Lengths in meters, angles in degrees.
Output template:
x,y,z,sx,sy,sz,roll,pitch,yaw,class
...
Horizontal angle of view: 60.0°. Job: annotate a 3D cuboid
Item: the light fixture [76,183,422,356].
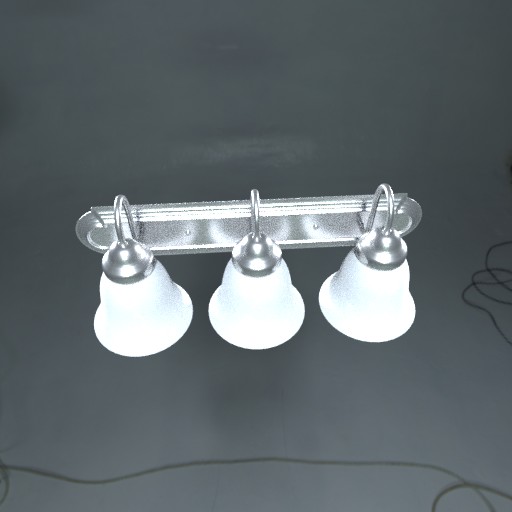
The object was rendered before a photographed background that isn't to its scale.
x,y,z,sx,sy,sz,roll,pitch,yaw,class
0.000,0.000,0.696,0.610,0.222,0.199,-3,46,-3,light fixture
